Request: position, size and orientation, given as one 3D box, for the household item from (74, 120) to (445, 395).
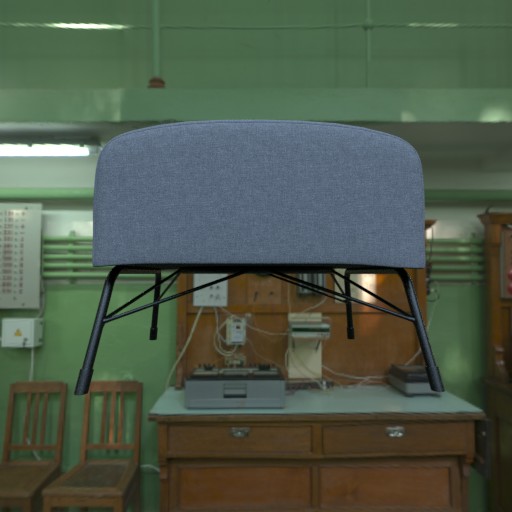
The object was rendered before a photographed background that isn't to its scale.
[{"bbox_3d":[0.000,0.000,0.898,0.530,0.410,0.530,0,-2,-2],"label":"household item"}]
